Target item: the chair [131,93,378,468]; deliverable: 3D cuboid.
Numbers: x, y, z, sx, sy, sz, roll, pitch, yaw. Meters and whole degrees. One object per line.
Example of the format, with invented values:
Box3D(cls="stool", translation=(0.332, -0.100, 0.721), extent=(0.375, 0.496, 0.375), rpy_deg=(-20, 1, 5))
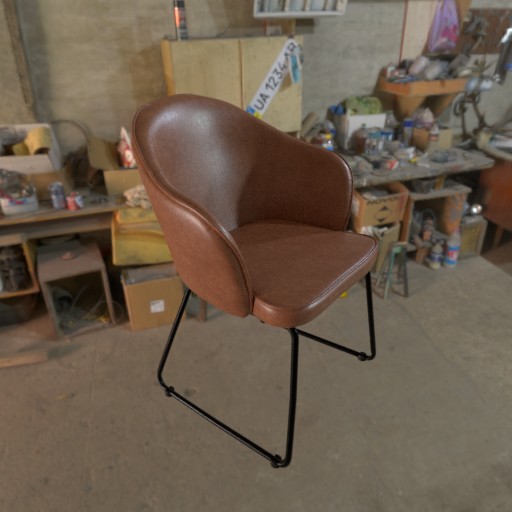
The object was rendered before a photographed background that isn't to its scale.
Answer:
Box3D(cls="chair", translation=(0.000, 0.000, 1.205), extent=(0.580, 0.785, 0.582), rpy_deg=(19, 33, 32))
